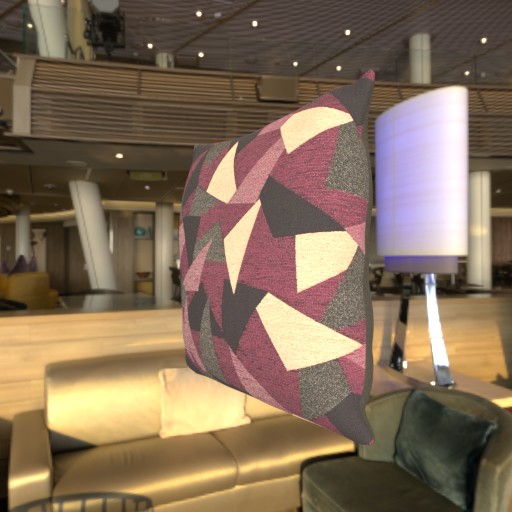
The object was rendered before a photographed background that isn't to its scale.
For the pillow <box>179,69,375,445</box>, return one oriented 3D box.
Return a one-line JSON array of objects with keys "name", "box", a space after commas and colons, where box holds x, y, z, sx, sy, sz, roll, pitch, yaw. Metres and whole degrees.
[{"name": "pillow", "box": [0.000, 0.000, 0.769, 0.208, 0.496, 0.503, 1, -1, -36]}]
